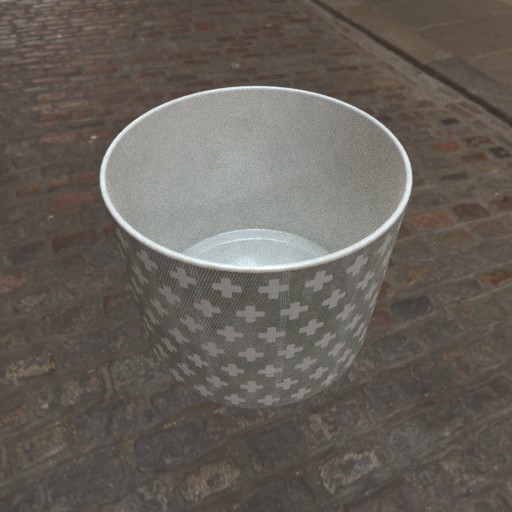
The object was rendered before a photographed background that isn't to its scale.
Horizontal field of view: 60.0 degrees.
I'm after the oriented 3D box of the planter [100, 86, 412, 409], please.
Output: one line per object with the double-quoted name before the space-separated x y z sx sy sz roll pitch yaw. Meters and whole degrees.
"planter" 0.000 0.000 0.450 0.250 0.239 0.250 0 47 0
